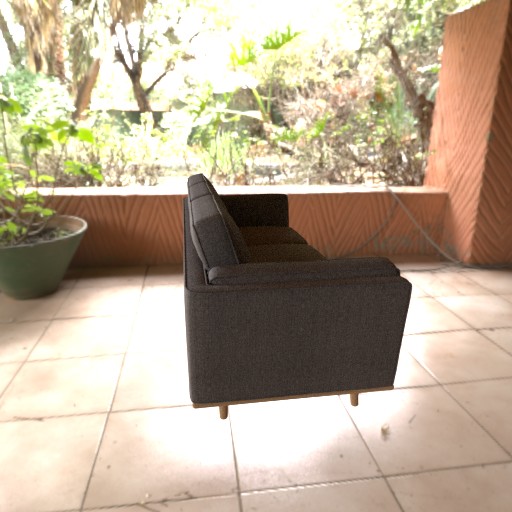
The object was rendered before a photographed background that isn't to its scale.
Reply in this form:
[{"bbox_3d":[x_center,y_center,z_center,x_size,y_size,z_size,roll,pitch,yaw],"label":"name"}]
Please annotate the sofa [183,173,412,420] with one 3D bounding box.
[{"bbox_3d":[0.000,0.000,2.816,0.903,0.899,2.362,-3,16,-9],"label":"sofa"}]
